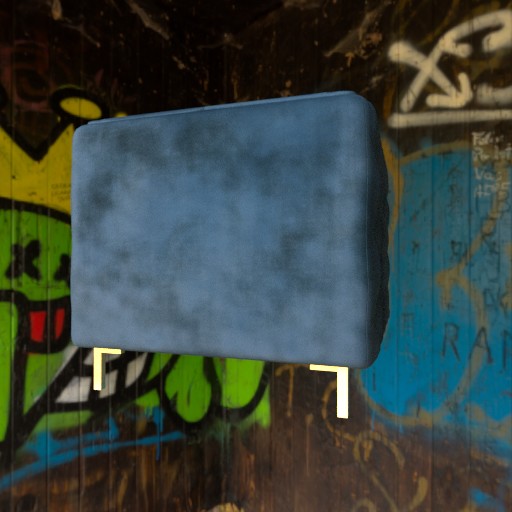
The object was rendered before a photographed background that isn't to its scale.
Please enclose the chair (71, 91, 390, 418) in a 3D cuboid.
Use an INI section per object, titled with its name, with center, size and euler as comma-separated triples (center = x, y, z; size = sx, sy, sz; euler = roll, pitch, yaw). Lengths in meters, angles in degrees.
[chair]
center = 0.000, 0.000, 1.531
size = 0.868, 0.771, 0.877
euler = 0, 0, 19
